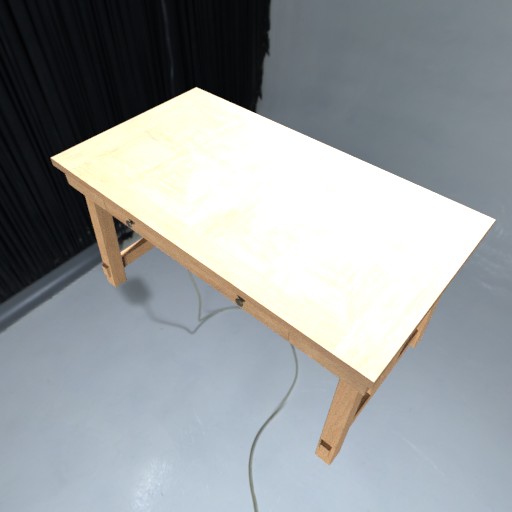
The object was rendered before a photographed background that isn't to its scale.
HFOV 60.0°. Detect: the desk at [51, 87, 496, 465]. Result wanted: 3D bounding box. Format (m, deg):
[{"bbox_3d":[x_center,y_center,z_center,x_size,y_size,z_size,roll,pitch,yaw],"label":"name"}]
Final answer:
[{"bbox_3d":[0.000,0.000,1.942,1.499,0.762,0.813,32,55,27],"label":"desk"}]
